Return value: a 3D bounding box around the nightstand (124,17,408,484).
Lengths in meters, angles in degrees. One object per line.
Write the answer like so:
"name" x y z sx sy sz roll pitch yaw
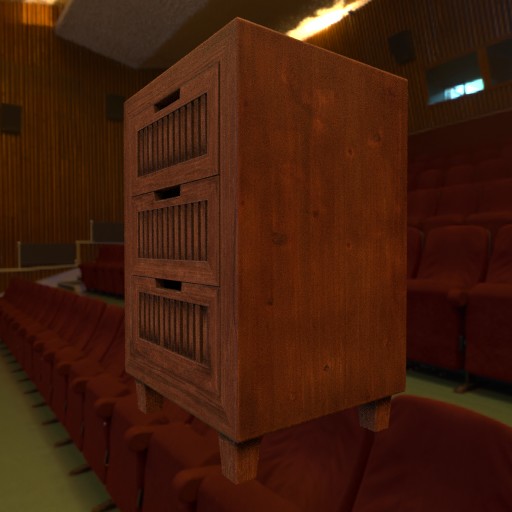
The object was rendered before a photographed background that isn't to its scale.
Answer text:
"nightstand" 0.000 0.000 0.946 0.410 0.695 0.465 -1 1 -36
